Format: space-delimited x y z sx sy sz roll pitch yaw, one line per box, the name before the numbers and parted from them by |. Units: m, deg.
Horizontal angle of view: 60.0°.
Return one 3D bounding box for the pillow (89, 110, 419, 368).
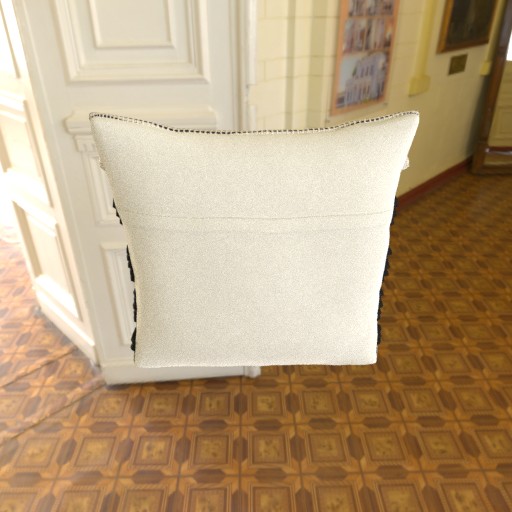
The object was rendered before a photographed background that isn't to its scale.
pillow | 0.000 0.000 0.688 0.436 0.438 0.156 -1 30 -1
